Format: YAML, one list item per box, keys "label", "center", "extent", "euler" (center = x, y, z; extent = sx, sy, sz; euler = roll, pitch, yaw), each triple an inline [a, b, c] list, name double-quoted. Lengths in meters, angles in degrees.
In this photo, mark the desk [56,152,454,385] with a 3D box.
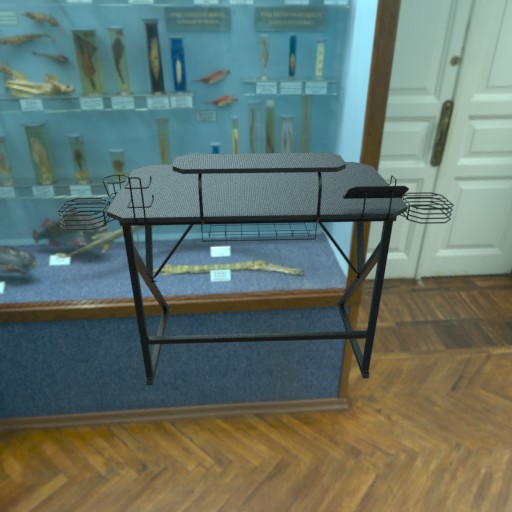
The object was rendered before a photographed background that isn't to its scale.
- label: "desk"
  center: [0.000, 0.000, 1.735]
  extent: [1.290, 0.880, 0.580]
  euler: [-1, 29, -2]
